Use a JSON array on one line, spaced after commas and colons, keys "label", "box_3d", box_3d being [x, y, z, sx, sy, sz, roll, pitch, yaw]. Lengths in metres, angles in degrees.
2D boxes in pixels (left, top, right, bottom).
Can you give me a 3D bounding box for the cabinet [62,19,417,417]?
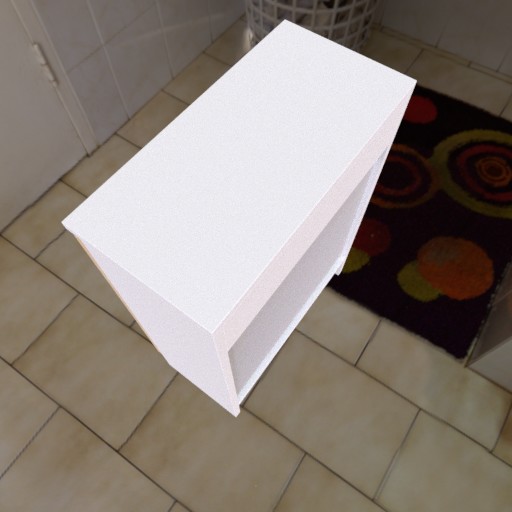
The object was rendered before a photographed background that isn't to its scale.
[{"label": "cabinet", "box_3d": [0.000, 0.000, 1.106, 0.296, 0.815, 0.600, 33, 67, 16]}]
